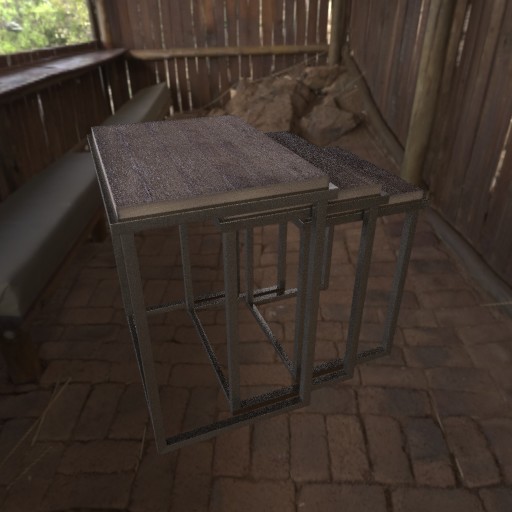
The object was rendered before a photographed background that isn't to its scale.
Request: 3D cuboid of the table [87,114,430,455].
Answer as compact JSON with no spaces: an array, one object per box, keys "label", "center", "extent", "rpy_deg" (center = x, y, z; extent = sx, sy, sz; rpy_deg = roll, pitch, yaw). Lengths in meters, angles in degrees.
[{"label":"table","center":[0.000,0.000,1.163],"extent":[0.706,0.610,0.559],"rpy_deg":[-11,32,-19]}]
